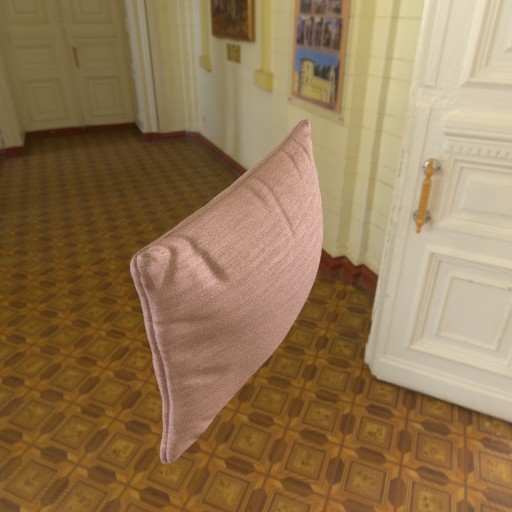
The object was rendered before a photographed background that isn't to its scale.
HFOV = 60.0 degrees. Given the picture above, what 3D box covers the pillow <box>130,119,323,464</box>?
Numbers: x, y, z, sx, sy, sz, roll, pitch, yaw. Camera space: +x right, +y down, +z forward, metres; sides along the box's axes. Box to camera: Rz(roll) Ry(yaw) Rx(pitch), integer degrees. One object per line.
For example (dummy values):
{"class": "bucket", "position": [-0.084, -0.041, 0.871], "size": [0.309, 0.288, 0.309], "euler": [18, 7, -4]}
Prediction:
{"class": "pillow", "position": [0.000, 0.000, 0.781], "size": [0.210, 0.338, 0.633], "euler": [11, 32, 18]}
